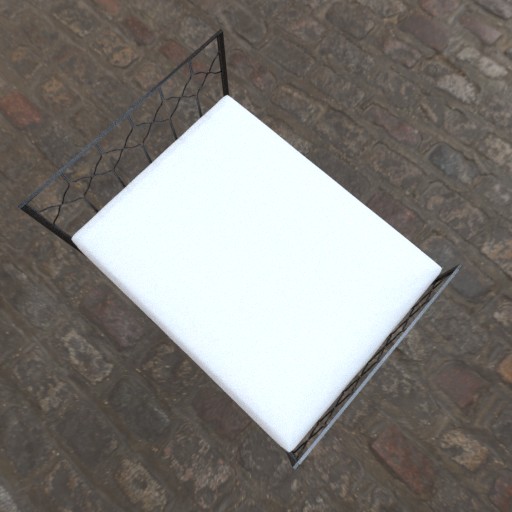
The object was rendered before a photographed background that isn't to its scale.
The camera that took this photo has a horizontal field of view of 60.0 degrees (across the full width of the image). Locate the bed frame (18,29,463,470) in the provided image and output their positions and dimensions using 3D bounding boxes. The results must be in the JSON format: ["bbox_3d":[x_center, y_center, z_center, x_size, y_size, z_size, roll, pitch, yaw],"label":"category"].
[{"bbox_3d":[0.000,0.000,2.974,2.063,1.222,1.597,42,78,11],"label":"bed frame"}]
